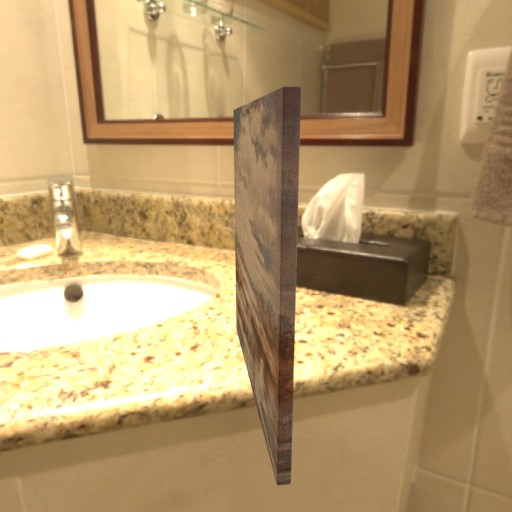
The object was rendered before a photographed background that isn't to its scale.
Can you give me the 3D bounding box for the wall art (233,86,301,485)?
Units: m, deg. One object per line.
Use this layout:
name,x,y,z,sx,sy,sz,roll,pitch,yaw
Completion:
wall art,0.000,0.000,1.364,0.035,0.897,0.888,-2,16,-8
